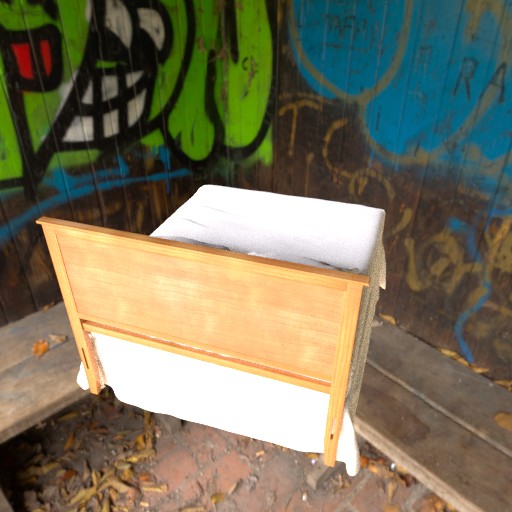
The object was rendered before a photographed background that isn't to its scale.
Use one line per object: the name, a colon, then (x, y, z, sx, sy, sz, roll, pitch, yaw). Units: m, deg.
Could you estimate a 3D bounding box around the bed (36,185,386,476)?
bed: (0.000, 0.000, 3.133, 1.870, 1.273, 2.035, 10, 34, 16)
